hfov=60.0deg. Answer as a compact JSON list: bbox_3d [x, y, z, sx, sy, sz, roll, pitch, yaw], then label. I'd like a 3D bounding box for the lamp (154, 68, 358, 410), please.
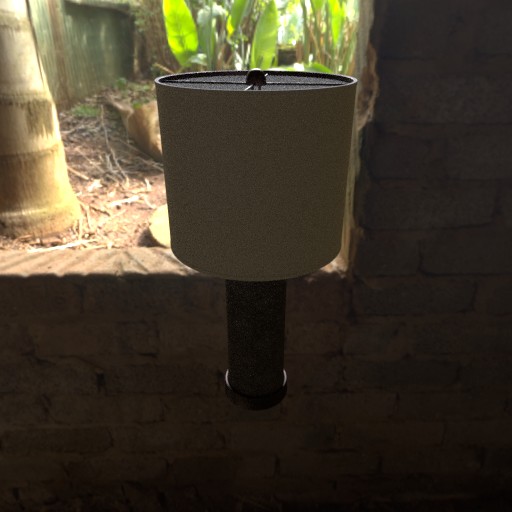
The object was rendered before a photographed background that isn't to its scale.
[{"bbox_3d":[0.000,0.000,0.806,0.301,0.630,0.301,-19,32,-32],"label":"lamp"}]
